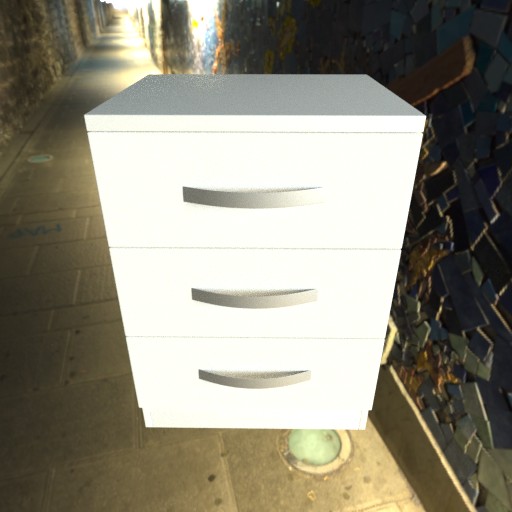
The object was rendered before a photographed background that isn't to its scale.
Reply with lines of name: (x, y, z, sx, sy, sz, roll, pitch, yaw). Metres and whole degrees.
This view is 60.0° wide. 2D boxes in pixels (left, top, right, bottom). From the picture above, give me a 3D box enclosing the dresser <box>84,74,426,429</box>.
dresser: (0.000, 0.000, 0.794, 0.400, 0.560, 0.360, 0, 30, 1)
